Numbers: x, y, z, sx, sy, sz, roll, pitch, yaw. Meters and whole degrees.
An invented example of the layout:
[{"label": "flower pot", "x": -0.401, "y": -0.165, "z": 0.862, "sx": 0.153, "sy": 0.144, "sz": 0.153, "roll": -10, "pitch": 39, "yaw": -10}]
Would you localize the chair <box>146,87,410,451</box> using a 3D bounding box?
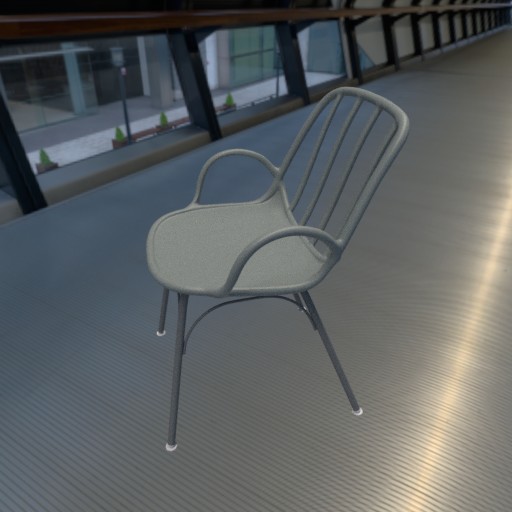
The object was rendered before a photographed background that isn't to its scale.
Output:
[{"label": "chair", "x": 0.000, "y": 0.000, "z": 1.201, "sx": 0.597, "sy": 0.816, "sz": 0.549, "roll": -7, "pitch": 32, "yaw": -12}]
